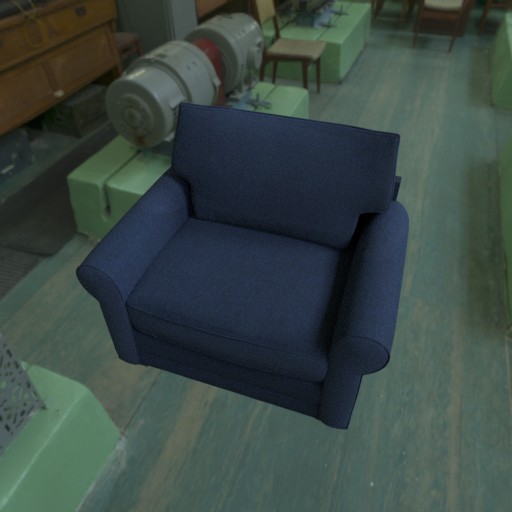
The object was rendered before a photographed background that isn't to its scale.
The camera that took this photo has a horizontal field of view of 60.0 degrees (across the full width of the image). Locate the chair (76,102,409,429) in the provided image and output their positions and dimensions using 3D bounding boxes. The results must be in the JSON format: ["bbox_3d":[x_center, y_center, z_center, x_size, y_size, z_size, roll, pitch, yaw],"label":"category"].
[{"bbox_3d":[0.000,0.000,2.040,1.285,1.044,0.963,13,44,14],"label":"chair"}]
